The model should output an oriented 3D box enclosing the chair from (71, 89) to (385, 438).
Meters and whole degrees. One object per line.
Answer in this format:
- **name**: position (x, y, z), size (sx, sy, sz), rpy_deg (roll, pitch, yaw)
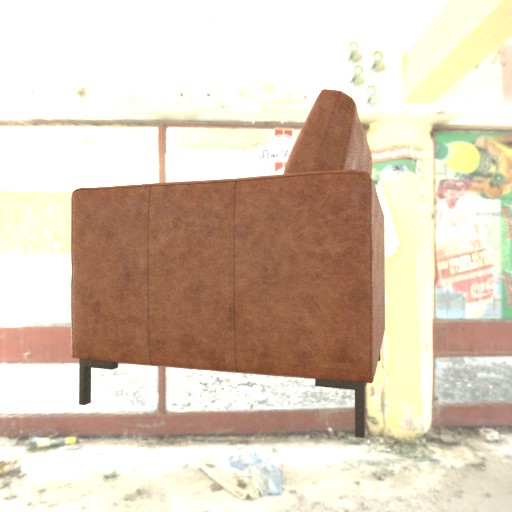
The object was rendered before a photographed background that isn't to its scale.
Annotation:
- **chair**: position (0.000, 0.000, 1.592), size (0.862, 0.869, 0.967), rpy_deg (0, -1, 18)
